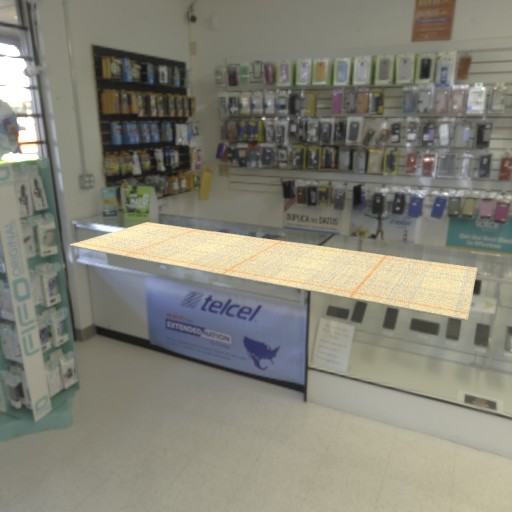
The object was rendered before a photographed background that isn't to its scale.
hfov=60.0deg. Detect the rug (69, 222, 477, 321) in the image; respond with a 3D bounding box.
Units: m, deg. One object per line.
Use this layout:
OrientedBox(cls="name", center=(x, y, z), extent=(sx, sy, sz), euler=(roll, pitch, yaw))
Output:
OrientedBox(cls="rug", center=(0.000, 0.000, 2.745), extent=(2.442, 0.016, 0.770), euler=(9, 19, 27))
